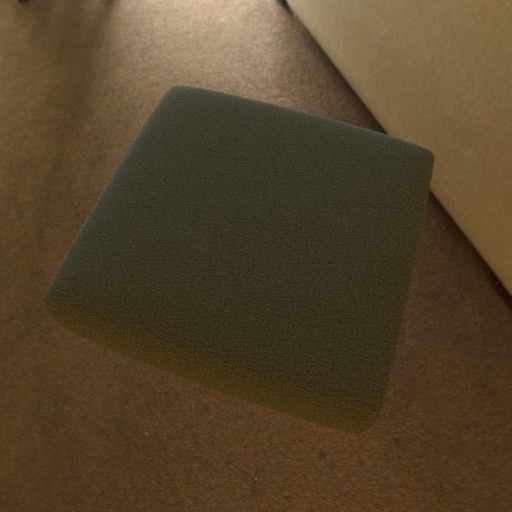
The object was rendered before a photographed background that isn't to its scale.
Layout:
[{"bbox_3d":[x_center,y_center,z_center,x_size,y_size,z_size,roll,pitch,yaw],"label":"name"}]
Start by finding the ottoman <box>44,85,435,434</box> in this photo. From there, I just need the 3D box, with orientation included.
[{"bbox_3d":[0.000,0.000,1.049,0.650,0.398,0.649,17,65,8],"label":"ottoman"}]
